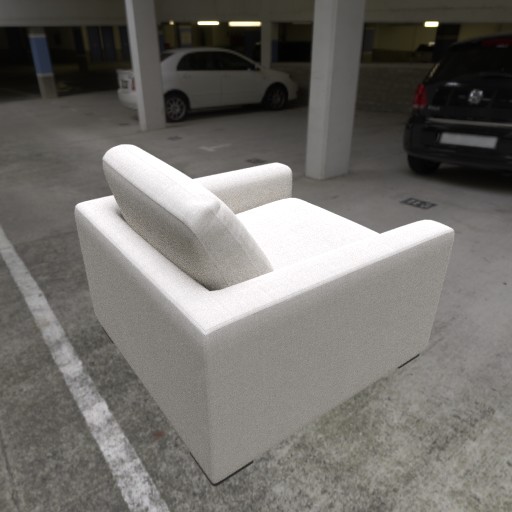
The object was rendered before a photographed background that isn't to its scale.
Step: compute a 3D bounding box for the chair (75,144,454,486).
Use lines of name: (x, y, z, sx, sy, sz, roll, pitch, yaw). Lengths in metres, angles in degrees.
chair: (0.000, 0.000, 1.814, 1.100, 0.876, 1.070, -19, 33, -32)
